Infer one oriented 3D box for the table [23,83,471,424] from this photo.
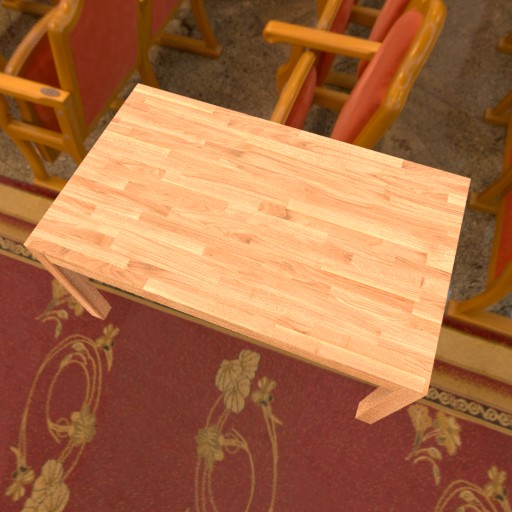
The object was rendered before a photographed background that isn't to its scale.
[{"bbox_3d":[0.000,0.000,2.051,1.500,0.770,0.900,19,64,9],"label":"table"}]
